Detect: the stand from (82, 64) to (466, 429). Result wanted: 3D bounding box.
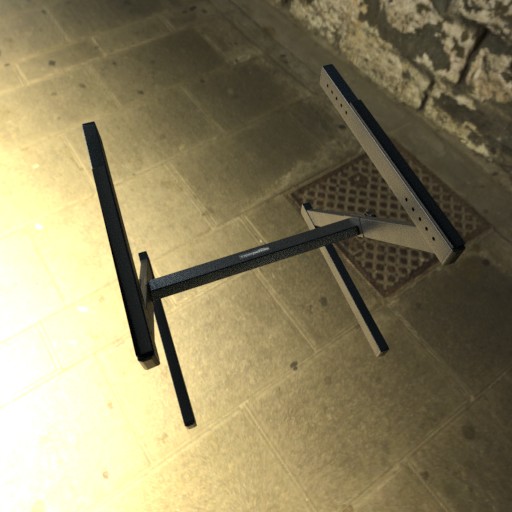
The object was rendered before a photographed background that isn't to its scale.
[{"bbox_3d":[0.000,0.000,1.170,0.700,0.617,0.586,-18,60,-10],"label":"stand"}]
